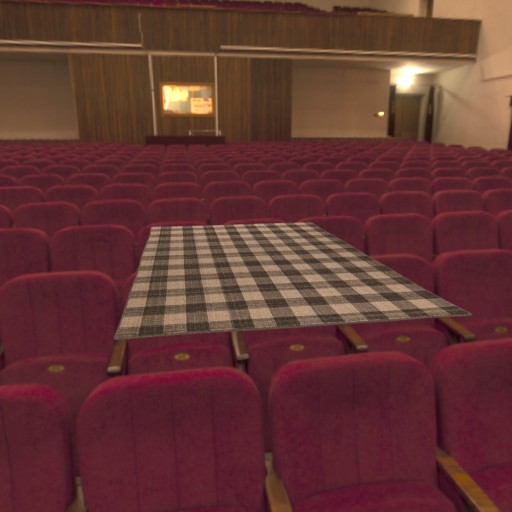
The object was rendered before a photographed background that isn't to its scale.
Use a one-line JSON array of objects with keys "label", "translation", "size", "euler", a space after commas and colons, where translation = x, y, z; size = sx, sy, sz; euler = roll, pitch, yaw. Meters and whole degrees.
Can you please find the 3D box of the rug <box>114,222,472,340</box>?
[{"label": "rug", "translation": [0.000, 0.000, 3.043], "size": [1.554, 0.011, 2.476], "euler": [-2, 14, -9]}]
